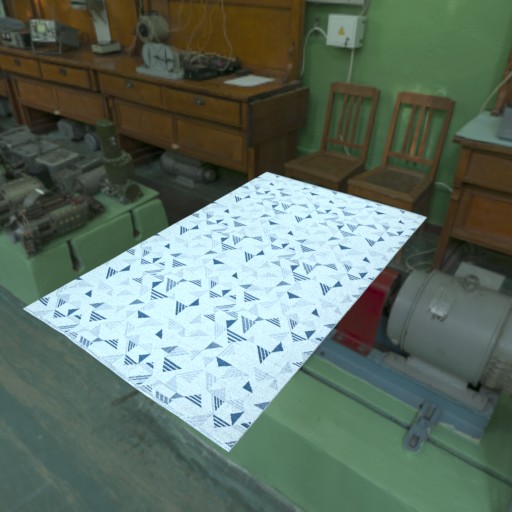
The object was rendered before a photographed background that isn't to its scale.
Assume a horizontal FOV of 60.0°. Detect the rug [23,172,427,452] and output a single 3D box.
[{"bbox_3d":[0.000,0.000,2.990,1.512,0.009,2.457,22,39,29],"label":"rug"}]
